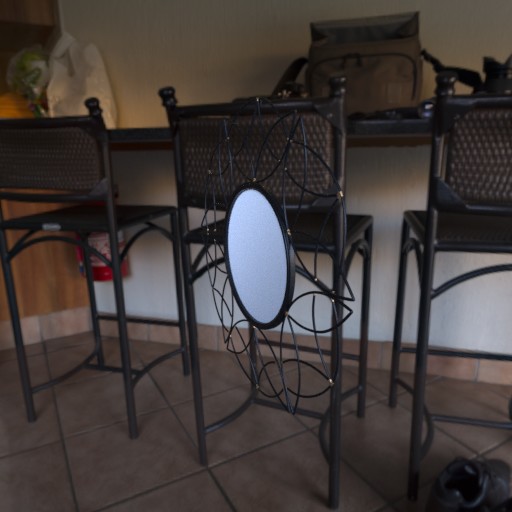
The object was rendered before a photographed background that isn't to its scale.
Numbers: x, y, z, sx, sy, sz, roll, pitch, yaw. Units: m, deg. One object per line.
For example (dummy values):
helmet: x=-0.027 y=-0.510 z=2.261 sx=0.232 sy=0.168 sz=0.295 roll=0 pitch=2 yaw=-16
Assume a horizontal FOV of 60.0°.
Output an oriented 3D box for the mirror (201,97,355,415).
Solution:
mirror: x=0.000 y=0.000 z=1.145 sx=0.028 sy=0.775 sz=0.797 roll=-7 pitch=16 yaw=-26
